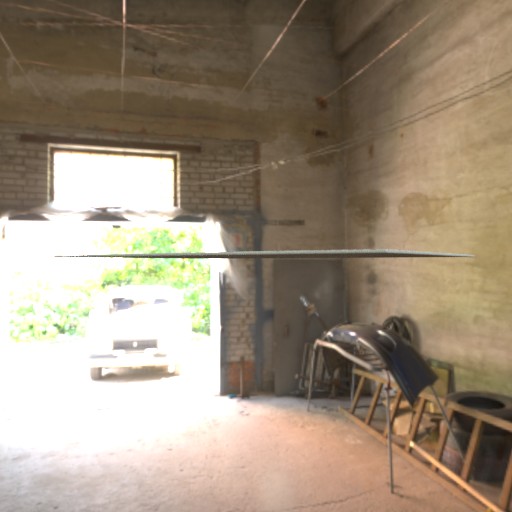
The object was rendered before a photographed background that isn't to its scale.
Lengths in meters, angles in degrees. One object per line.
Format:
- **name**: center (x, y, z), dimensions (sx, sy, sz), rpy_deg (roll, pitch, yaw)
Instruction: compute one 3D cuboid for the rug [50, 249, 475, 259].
- **rug**: center (0.000, 0.000, 2.292), dimensions (1.839, 0.012, 1.219), rpy_deg (-1, -1, 37)
